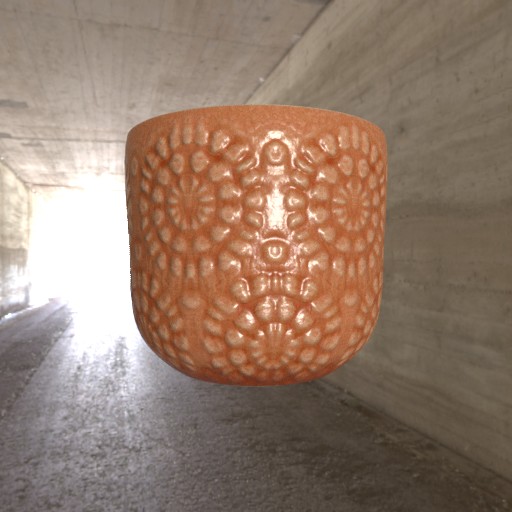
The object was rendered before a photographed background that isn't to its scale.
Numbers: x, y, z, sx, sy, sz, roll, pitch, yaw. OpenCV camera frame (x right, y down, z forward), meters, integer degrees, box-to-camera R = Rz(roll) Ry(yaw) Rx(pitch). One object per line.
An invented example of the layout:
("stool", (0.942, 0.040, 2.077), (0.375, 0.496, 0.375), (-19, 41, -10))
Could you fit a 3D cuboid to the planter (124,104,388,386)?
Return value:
("planter", (0.000, 0.000, 0.218), (0.124, 0.109, 0.124), (0, 0, 0))
